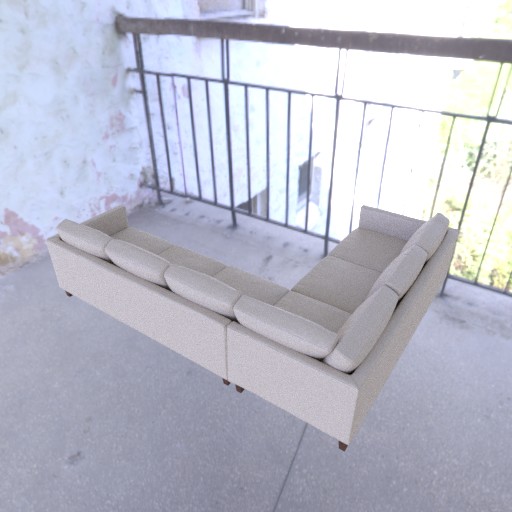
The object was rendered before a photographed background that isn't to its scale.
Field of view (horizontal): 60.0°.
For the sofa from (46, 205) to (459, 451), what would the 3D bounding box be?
[{"bbox_3d":[0.000,0.000,4.388,3.182,0.863,2.432,20,38,29],"label":"sofa"}]
